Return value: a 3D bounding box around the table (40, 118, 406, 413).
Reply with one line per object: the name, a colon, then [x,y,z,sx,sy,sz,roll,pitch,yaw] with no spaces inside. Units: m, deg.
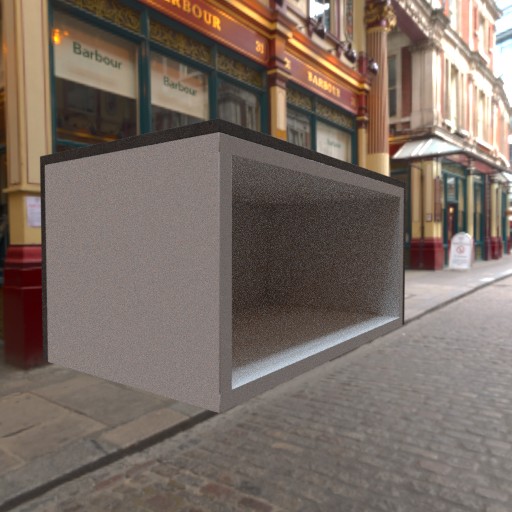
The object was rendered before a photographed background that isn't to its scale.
table: [0.000,0.000,0.924,0.400,0.350,0.700,1,2,36]
